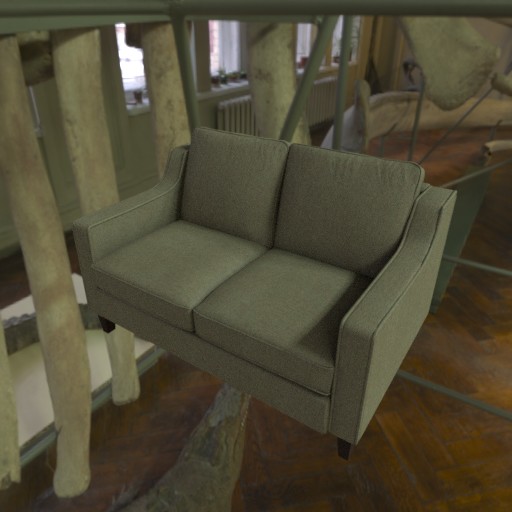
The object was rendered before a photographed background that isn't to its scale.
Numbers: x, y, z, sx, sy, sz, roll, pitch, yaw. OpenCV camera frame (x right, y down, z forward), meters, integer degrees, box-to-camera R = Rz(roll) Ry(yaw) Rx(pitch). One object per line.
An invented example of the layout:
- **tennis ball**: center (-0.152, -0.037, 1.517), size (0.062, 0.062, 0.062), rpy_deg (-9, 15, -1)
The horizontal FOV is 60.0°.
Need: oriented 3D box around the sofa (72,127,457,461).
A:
- **sofa**: center (0.000, 0.000, 2.132), size (1.503, 0.981, 0.985), rpy_deg (18, 34, 29)
